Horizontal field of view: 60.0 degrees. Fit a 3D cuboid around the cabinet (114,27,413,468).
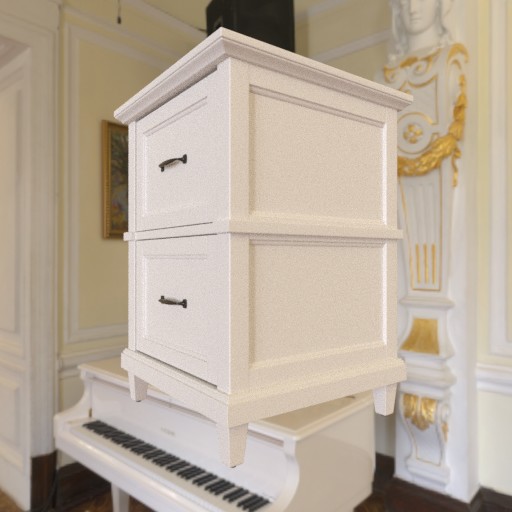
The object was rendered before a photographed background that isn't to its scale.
[{"bbox_3d":[0.000,0.000,1.129,0.547,0.775,0.544,0,0,-36],"label":"cabinet"}]
